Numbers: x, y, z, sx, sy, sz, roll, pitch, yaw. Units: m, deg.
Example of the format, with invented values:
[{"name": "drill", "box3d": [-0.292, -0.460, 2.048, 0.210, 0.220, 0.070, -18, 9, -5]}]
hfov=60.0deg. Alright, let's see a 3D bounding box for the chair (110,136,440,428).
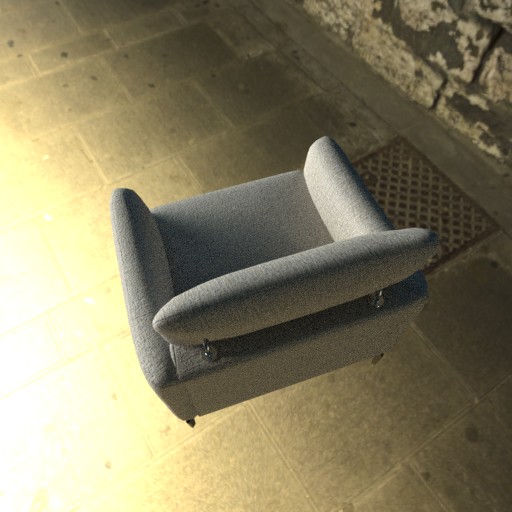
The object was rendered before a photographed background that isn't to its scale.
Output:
[{"name": "chair", "box3d": [0.000, 0.000, 1.641, 0.972, 0.967, 0.835, -16, 61, -9]}]
